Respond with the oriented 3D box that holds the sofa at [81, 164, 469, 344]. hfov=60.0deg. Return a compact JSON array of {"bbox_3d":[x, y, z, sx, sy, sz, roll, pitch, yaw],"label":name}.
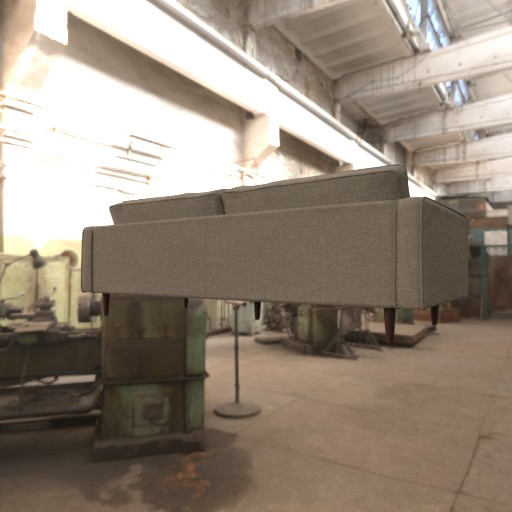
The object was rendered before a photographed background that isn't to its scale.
[{"bbox_3d":[0.000,0.000,2.650,2.211,0.762,0.914,-1,-2,35],"label":"sofa"}]
